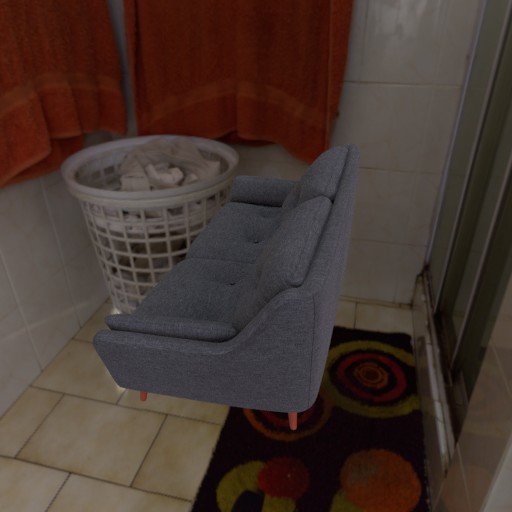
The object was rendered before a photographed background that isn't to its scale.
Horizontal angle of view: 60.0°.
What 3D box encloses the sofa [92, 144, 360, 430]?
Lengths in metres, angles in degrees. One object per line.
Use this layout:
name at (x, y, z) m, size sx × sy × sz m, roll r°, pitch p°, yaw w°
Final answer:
sofa at (0.000, 0.000, 2.524) m, size 0.975 × 0.896 × 1.929 m, roll 8°, pitch 32°, yaw 14°
